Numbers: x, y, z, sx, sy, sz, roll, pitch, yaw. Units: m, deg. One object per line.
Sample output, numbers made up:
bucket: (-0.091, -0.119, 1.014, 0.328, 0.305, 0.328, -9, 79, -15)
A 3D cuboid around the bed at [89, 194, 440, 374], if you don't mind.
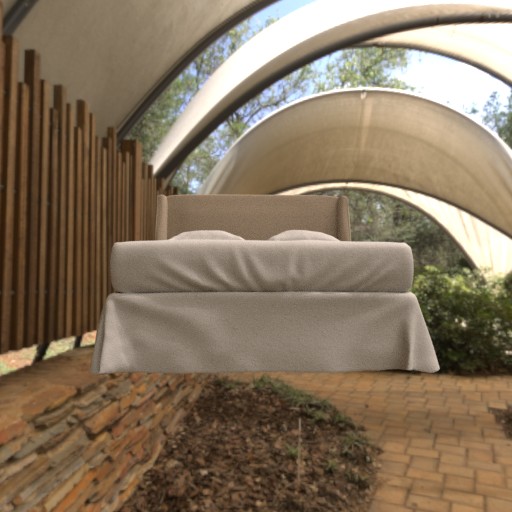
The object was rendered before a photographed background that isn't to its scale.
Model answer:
bed: (0.000, 0.000, 3.377, 1.925, 1.332, 2.276, 0, -3, -2)
